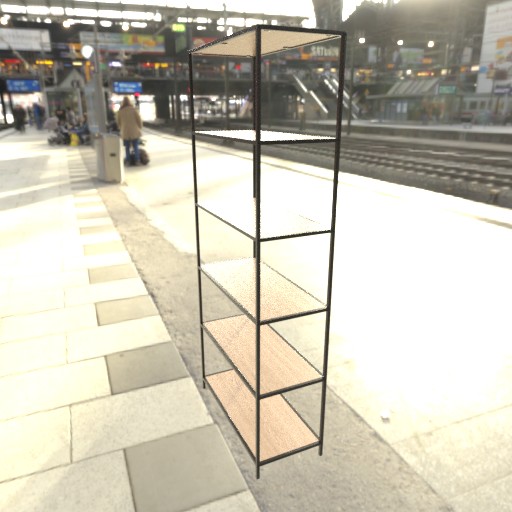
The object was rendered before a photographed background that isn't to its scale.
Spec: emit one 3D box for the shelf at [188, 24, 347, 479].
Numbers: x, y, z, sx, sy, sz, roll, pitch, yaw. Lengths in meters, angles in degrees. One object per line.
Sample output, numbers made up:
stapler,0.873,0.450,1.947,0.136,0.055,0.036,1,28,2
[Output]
shelf,0.000,0.000,2.115,0.350,1.850,0.770,-8,20,-24
